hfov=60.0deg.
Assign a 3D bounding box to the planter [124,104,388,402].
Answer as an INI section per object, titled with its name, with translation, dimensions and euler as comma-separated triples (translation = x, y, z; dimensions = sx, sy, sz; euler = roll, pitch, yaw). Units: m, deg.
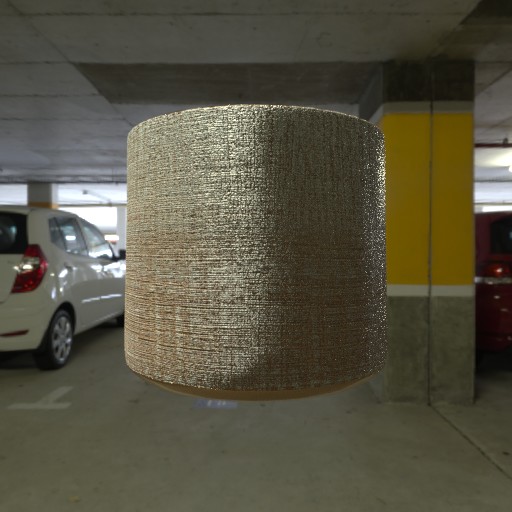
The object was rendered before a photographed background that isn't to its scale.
[planter]
translation = 0.000, 0.000, 0.312
dimensions = 0.177, 0.157, 0.177
euler = 0, 0, 0
